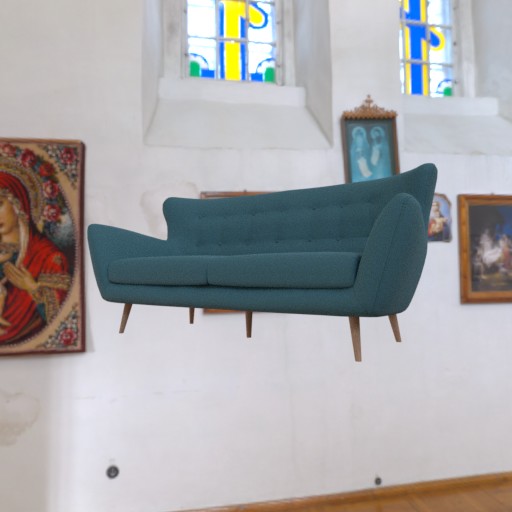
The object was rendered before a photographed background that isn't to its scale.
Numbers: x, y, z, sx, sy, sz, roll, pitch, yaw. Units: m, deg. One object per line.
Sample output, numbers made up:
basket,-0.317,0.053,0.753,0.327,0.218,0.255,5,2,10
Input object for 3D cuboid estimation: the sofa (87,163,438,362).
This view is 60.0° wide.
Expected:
sofa,0.000,0.000,2.468,1.930,0.890,0.889,-1,-3,34
